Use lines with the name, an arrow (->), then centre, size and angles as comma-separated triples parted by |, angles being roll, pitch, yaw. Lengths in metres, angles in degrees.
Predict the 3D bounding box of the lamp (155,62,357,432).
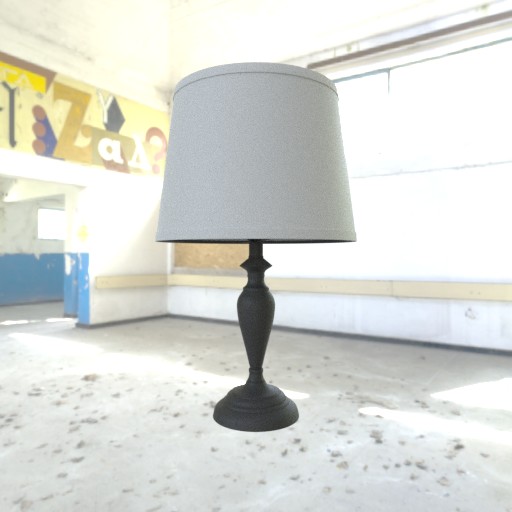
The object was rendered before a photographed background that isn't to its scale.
lamp -> 0.000, 0.000, 0.697 | 0.310, 0.501, 0.310 | 0, 0, 0
